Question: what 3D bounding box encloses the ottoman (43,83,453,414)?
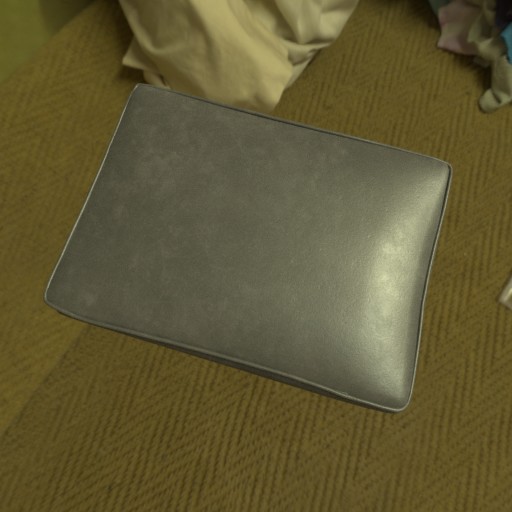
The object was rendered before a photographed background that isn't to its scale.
[{"bbox_3d":[0.000,0.000,1.101,0.756,0.445,0.554,16,74,5],"label":"ottoman"}]
